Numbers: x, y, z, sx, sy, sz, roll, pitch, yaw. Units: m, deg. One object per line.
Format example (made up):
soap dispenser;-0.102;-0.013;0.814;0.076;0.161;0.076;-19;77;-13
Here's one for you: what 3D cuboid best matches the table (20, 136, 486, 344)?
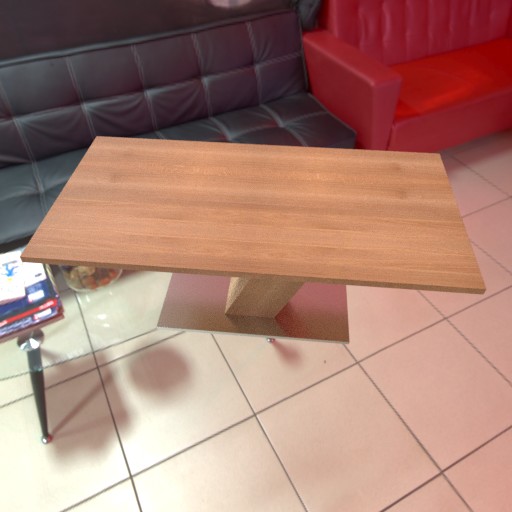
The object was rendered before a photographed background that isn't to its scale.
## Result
table;0.000;0.000;2.280;1.800;0.750;0.900;4;46;4
